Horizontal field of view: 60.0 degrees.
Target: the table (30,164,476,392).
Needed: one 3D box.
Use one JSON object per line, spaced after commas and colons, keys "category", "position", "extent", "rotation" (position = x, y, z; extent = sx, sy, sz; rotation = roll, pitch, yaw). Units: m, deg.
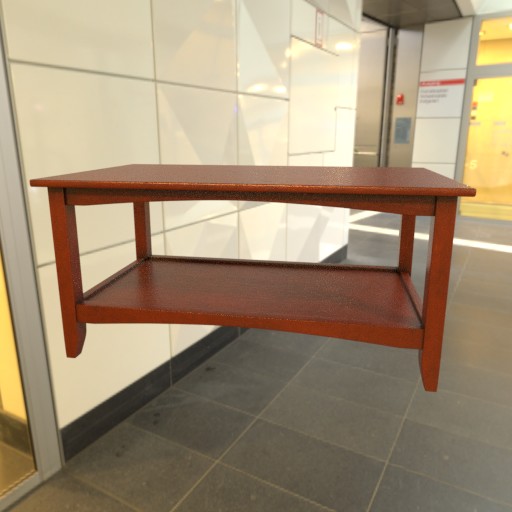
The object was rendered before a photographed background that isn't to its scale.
{"category": "table", "position": [0.000, 0.000, 1.229], "extent": [0.943, 0.456, 0.533], "rotation": [3, 16, 10]}
